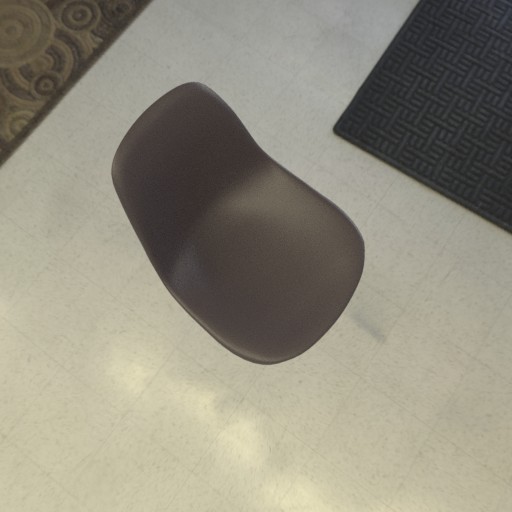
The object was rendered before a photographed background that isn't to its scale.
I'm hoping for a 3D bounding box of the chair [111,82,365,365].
[{"bbox_3d":[0.000,0.000,1.171,0.533,0.825,0.470,38,79,9],"label":"chair"}]
